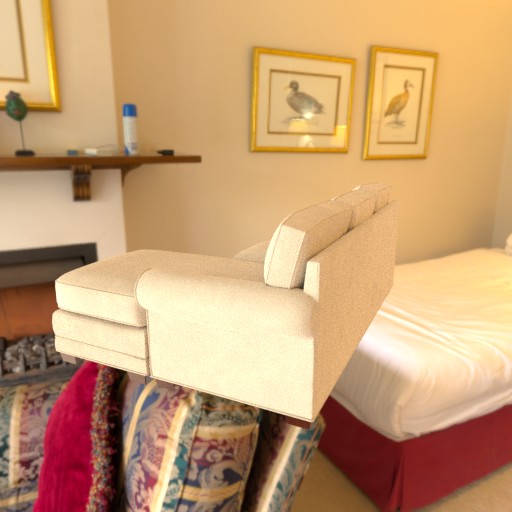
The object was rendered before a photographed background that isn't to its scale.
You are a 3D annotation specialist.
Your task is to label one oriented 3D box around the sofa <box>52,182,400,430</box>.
[{"bbox_3d":[0.000,0.000,2.389,1.226,0.734,1.770,7,16,25],"label":"sofa"}]
